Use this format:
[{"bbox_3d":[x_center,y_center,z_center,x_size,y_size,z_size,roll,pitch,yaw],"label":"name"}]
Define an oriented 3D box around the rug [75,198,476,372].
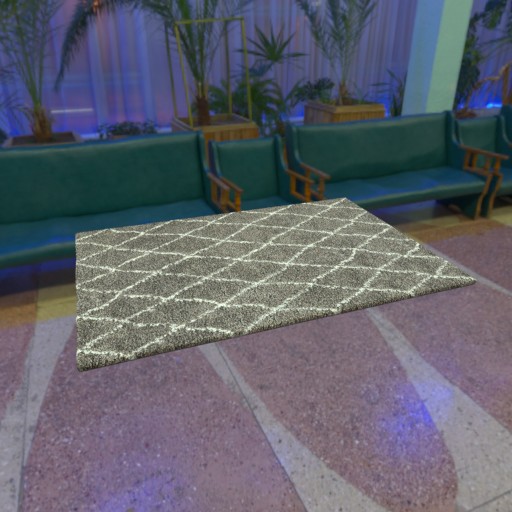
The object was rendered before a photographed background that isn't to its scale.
[{"bbox_3d":[0.000,0.000,2.325,1.778,0.030,1.219,-9,29,-18],"label":"rug"}]
